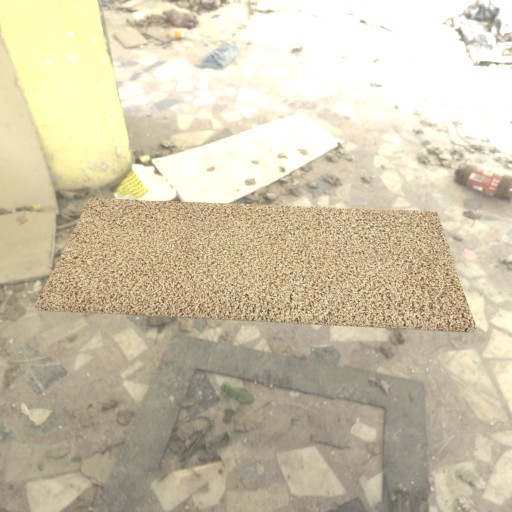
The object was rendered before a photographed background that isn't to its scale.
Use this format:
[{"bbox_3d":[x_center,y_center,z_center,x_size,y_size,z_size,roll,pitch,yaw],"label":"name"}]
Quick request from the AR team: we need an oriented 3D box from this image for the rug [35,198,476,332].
[{"bbox_3d":[0.000,0.000,1.733,1.524,0.030,0.609,3,46,2],"label":"rug"}]
